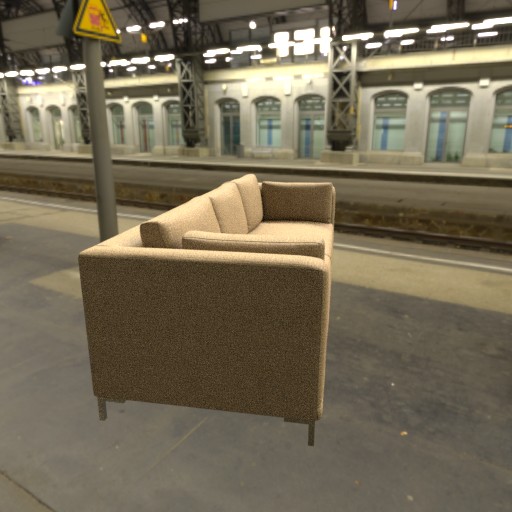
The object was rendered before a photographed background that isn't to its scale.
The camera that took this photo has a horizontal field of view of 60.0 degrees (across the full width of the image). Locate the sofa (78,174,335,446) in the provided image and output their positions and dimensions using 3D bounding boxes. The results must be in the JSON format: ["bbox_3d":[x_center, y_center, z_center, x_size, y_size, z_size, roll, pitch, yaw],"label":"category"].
[{"bbox_3d":[0.000,0.000,2.852,0.969,0.867,2.415,3,16,10],"label":"sofa"}]
